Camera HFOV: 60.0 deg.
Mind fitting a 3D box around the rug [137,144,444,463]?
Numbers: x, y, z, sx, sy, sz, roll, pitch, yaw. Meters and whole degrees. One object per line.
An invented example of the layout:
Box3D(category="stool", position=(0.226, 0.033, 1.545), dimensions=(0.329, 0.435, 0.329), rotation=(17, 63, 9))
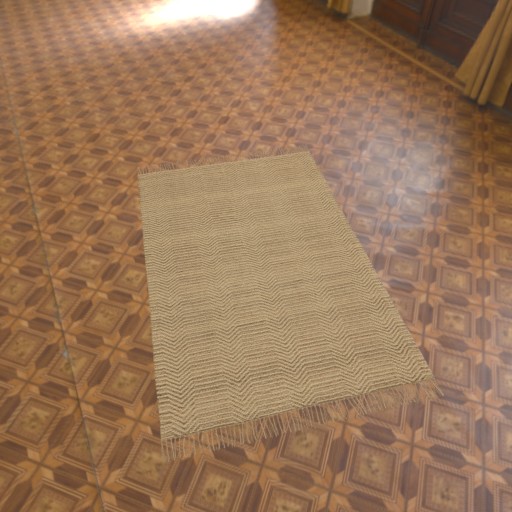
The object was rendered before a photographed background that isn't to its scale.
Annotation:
Box3D(category="rug", position=(0.000, 0.000, 2.498), dimensions=(1.224, 0.027, 2.021), rotation=(-10, 48, -9))
